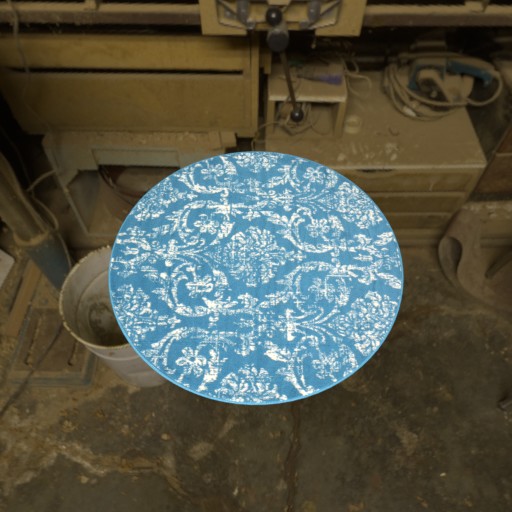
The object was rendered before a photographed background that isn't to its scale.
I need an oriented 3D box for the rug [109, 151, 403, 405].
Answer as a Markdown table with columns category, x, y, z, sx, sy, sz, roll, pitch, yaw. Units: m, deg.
| category | x | y | z | sx | sy | sz | roll | pitch | yaw |
| --- | --- | --- | --- | --- | --- | --- | --- | --- | --- |
| rug | 0.000 | 0.000 | 2.431 | 1.593 | 0.012 | 1.593 | 0 | 58 | 0 |
